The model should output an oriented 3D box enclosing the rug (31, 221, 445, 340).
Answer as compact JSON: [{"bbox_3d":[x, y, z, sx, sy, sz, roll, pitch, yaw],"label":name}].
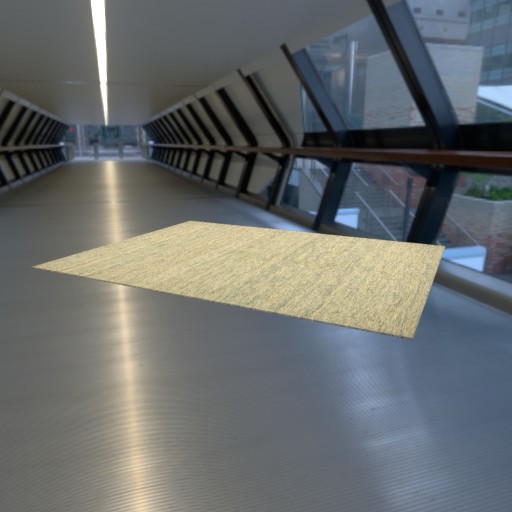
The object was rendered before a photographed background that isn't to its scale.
[{"bbox_3d":[0.000,0.000,4.260,3.201,0.014,2.437,7,17,25],"label":"rug"}]
